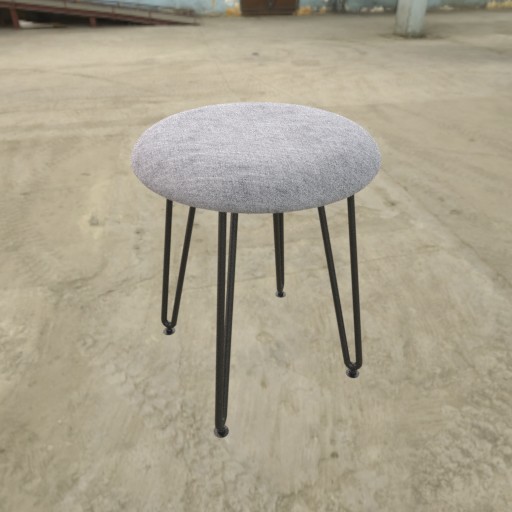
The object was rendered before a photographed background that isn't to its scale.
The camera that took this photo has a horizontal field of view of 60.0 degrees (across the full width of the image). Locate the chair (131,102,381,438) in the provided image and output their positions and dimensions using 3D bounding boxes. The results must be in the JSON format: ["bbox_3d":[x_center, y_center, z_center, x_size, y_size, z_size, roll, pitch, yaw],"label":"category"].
[{"bbox_3d":[0.000,0.000,0.648,0.350,0.386,0.350,10,34,15],"label":"chair"}]
